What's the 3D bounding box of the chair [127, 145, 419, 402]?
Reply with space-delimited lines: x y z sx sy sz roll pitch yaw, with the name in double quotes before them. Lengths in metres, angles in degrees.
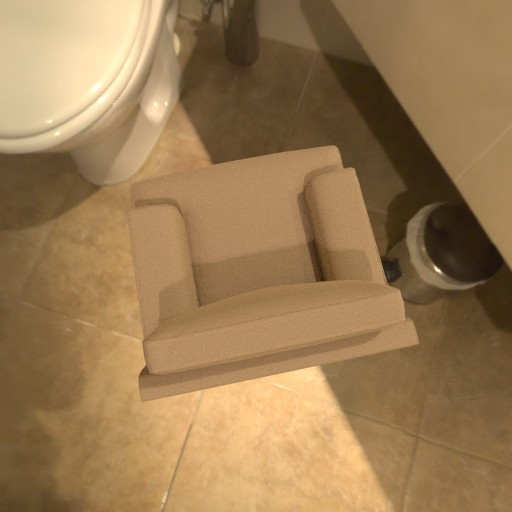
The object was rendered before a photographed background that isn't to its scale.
"chair" 0.000 0.000 2.198 1.293 1.005 1.274 -18 77 -5
